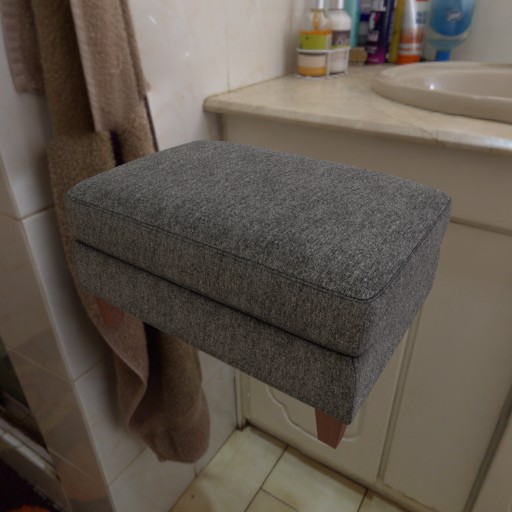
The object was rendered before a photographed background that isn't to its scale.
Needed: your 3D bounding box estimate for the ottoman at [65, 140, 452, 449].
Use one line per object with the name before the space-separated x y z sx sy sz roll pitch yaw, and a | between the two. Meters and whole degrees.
ottoman | 0.000 0.000 1.218 0.864 0.483 0.584 19 36 29
